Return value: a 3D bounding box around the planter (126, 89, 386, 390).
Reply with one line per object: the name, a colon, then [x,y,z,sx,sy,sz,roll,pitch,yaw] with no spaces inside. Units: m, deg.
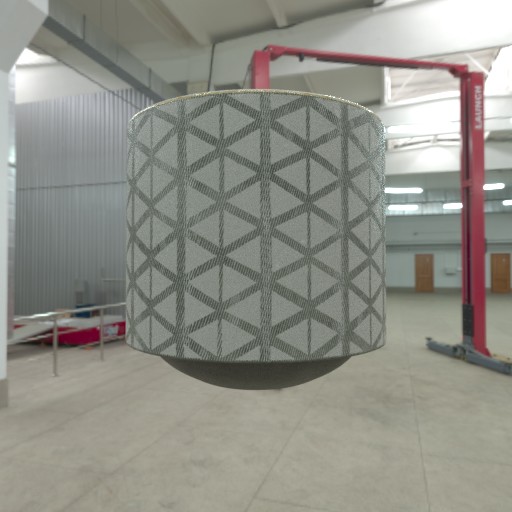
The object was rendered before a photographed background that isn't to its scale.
planter: [0.000,0.000,0.445,0.250,0.239,0.250,0,-1,0]
